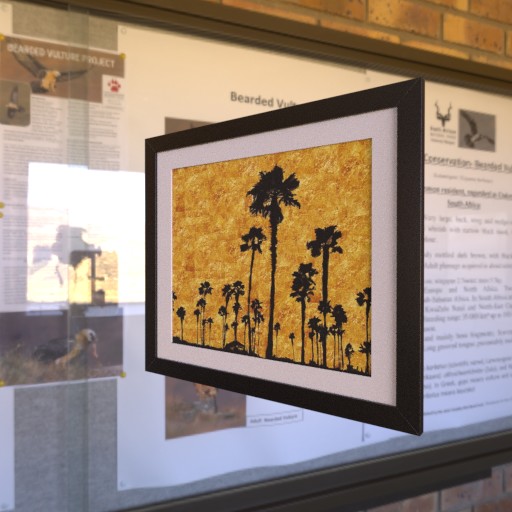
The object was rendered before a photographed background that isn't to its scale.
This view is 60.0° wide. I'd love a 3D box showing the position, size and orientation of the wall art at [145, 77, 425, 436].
[{"bbox_3d":[0.000,0.000,0.525,0.383,0.332,0.012,0,1,36],"label":"wall art"}]
